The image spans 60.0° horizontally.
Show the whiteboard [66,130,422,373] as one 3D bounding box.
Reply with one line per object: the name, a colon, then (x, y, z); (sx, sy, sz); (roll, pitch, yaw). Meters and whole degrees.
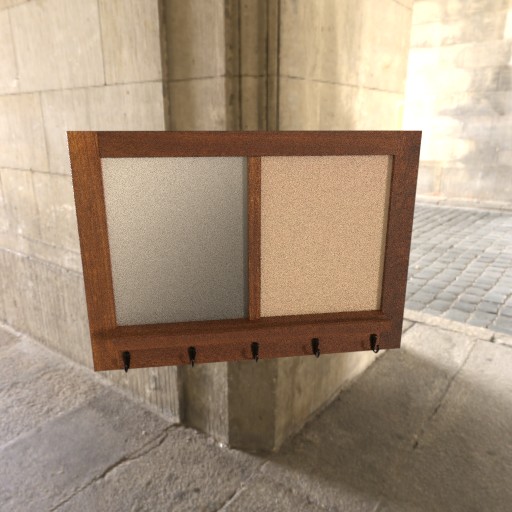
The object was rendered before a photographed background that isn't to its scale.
whiteboard: (0.000, 0.000, 1.028); (0.783, 0.559, 0.083); (-2, 17, -8)
